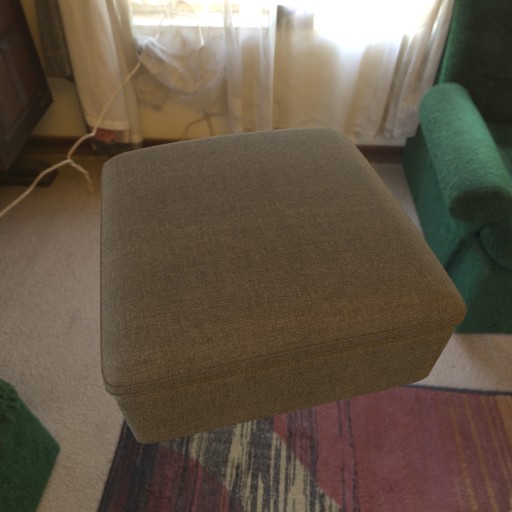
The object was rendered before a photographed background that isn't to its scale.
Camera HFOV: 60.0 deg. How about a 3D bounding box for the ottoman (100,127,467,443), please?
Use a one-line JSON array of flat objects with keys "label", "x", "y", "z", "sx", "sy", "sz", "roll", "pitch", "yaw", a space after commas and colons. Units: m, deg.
[{"label": "ottoman", "x": 0.000, "y": 0.000, "z": 1.673, "sx": 1.067, "sy": 0.559, "sz": 1.067, "roll": -10, "pitch": 47, "yaw": -9}]
